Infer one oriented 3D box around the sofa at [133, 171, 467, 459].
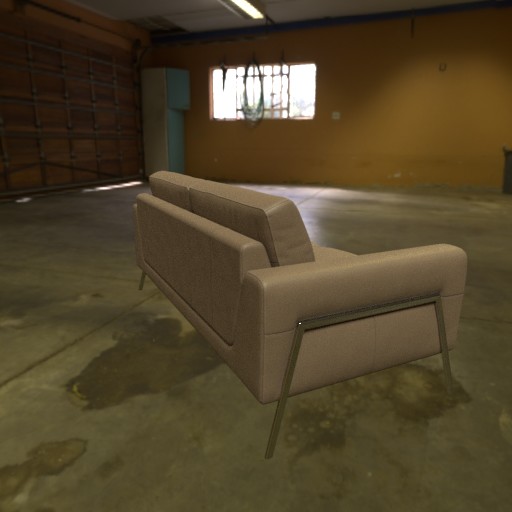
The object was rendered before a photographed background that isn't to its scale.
[{"bbox_3d":[0.000,0.000,2.491,0.953,0.875,2.017,-7,16,-26],"label":"sofa"}]
